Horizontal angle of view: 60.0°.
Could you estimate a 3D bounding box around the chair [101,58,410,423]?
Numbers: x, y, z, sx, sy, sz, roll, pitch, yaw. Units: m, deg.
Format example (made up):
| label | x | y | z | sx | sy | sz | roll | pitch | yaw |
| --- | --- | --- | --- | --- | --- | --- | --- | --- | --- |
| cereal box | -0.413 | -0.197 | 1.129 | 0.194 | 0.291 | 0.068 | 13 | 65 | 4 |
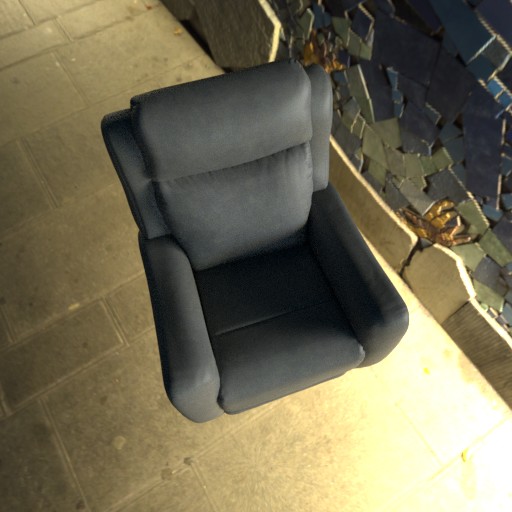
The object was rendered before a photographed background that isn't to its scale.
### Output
| label | x | y | z | sx | sy | sz | roll | pitch | yaw |
| --- | --- | --- | --- | --- | --- | --- | --- | --- | --- |
| chair | 0.000 | 0.000 | 1.869 | 0.965 | 1.116 | 1.068 | -16 | 66 | -7 |
